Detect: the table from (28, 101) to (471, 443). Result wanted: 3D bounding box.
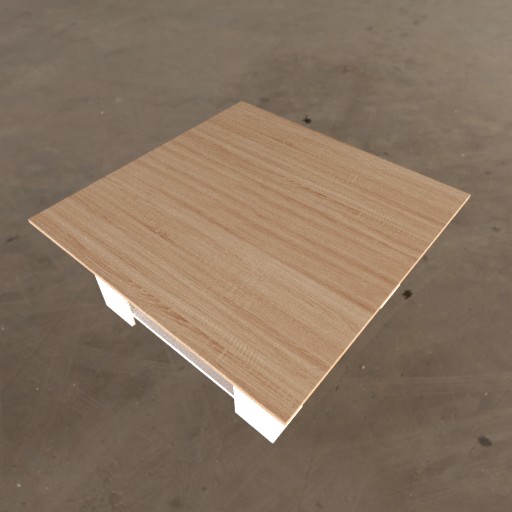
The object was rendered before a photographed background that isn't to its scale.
[{"bbox_3d":[0.000,0.000,1.055,0.670,0.305,0.670,31,54,26],"label":"table"}]
